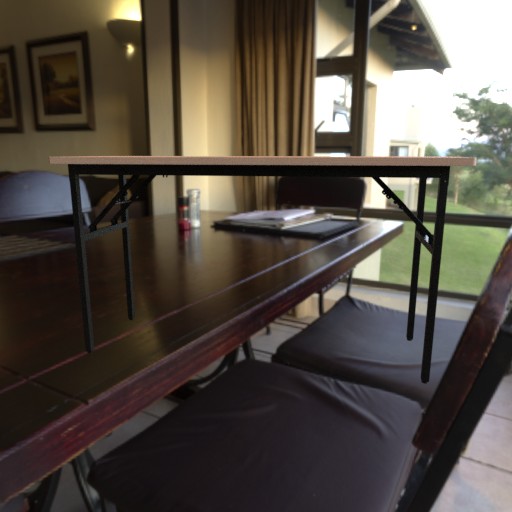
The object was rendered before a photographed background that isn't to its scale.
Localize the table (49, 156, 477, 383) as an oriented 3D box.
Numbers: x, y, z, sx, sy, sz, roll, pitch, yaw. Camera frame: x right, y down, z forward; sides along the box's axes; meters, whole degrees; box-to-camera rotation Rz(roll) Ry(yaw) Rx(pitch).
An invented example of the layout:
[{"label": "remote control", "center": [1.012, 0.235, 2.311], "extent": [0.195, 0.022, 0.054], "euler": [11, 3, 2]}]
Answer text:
[{"label": "table", "center": [0.000, 0.000, 1.714], "extent": [1.397, 0.750, 0.447], "euler": [2, 13, 11]}]
